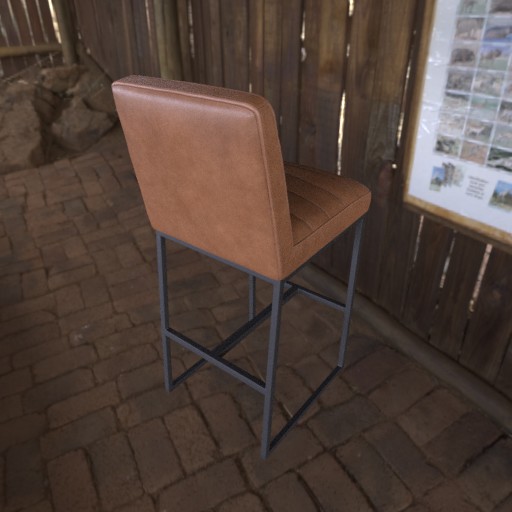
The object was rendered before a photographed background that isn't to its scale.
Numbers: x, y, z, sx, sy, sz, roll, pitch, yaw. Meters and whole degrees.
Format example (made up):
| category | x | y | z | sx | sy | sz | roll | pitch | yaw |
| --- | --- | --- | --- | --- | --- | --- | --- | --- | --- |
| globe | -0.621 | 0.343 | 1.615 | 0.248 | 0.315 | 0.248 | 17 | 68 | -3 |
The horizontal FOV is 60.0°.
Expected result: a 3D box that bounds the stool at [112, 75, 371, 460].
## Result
| category | x | y | z | sx | sy | sz | roll | pitch | yaw |
| --- | --- | --- | --- | --- | --- | --- | --- | --- | --- |
| stool | 0.000 | 0.000 | 1.331 | 0.458 | 1.040 | 0.556 | 22 | 37 | 32 |
